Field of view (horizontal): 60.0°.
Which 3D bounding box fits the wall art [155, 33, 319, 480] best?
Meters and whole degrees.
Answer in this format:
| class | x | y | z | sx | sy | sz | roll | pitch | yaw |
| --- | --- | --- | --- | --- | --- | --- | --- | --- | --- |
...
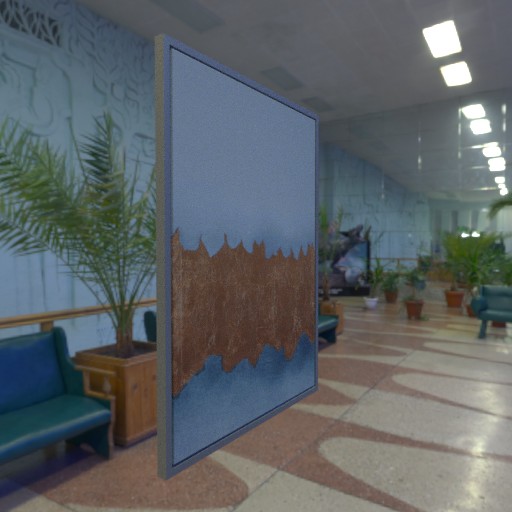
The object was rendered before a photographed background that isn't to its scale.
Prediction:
| class | x | y | z | sx | sy | sz | roll | pitch | yaw |
| --- | --- | --- | --- | --- | --- | --- | --- | --- | --- |
| wall art | 0.000 | 0.000 | 1.365 | 0.034 | 1.042 | 0.789 | 1 | 2 | 34 |
